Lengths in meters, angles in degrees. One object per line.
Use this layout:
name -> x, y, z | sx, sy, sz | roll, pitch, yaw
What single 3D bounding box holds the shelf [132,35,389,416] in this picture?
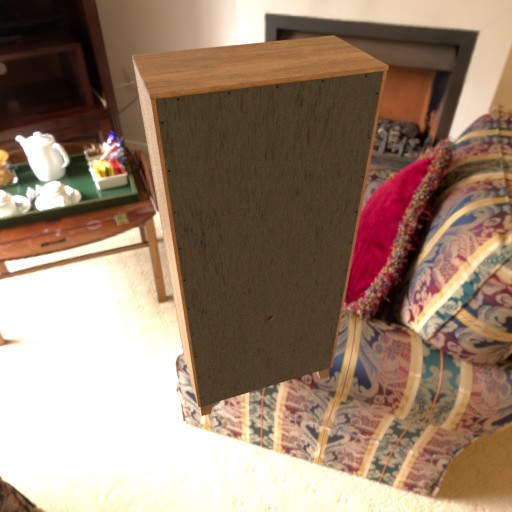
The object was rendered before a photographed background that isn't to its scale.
shelf -> 0.000, 0.000, 2.286 | 0.864, 1.930, 0.453 | -13, 42, -14
